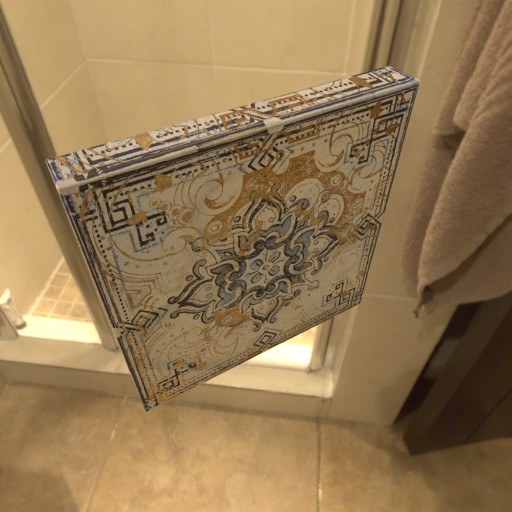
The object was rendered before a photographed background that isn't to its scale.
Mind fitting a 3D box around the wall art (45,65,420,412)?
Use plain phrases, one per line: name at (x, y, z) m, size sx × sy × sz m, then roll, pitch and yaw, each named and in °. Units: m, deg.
wall art at (0.000, 0.000, 0.445) m, size 0.302 × 0.306 × 0.038 m, roll -23°, pitch 50°, yaw -21°
